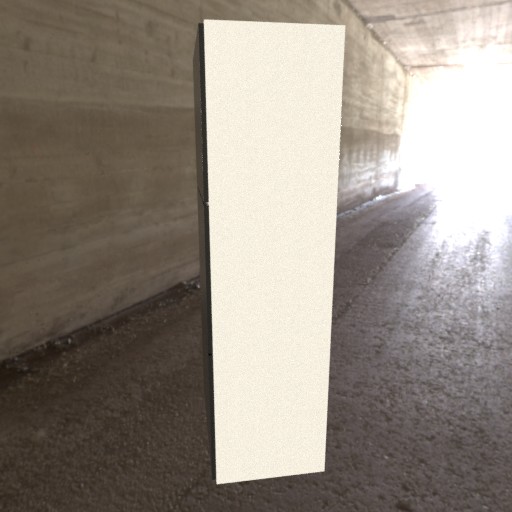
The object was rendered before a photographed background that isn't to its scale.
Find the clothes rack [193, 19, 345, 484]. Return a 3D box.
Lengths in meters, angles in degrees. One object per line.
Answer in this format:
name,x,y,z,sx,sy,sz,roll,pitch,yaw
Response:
clothes rack,0.000,0.000,1.359,0.330,1.187,0.500,-2,15,-9
